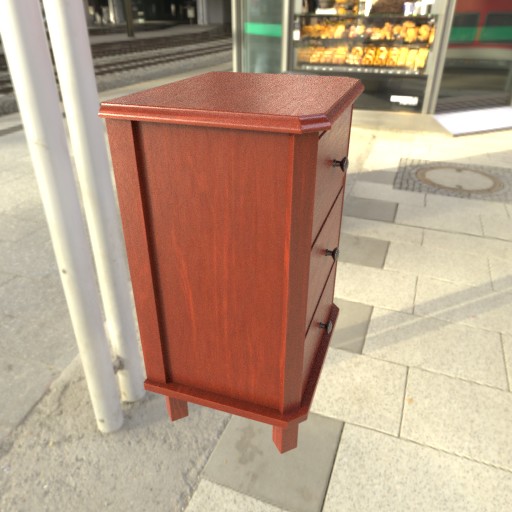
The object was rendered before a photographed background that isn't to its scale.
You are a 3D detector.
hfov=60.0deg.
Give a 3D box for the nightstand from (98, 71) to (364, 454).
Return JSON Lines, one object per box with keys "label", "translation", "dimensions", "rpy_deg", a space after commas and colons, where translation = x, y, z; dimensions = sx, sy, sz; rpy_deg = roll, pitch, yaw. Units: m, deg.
{"label": "nightstand", "translation": [0.000, 0.000, 0.952], "dimensions": [0.351, 0.681, 0.435], "rpy_deg": [10, 30, 17]}
